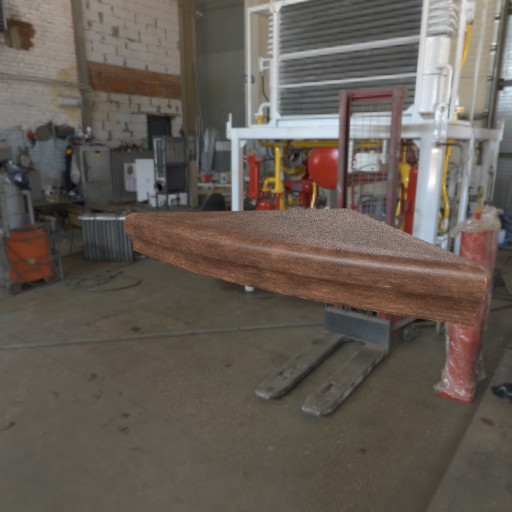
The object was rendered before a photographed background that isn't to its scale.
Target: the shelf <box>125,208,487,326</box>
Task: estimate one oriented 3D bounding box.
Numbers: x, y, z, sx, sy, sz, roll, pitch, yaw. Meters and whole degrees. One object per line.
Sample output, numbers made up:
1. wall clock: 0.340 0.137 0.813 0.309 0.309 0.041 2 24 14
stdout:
1. shelf: 0.000 0.000 0.463 0.310 0.050 0.310 -2 14 -7
